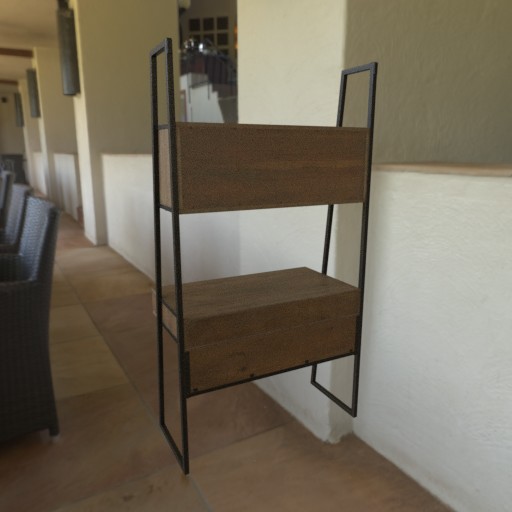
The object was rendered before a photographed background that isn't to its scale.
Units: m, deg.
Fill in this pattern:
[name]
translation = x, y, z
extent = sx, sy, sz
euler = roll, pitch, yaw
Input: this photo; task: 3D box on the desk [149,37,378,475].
[desk]
translation = 0.000, 0.000, 2.216
extent = 0.982, 1.809, 0.515
euler = -7, 15, -27
